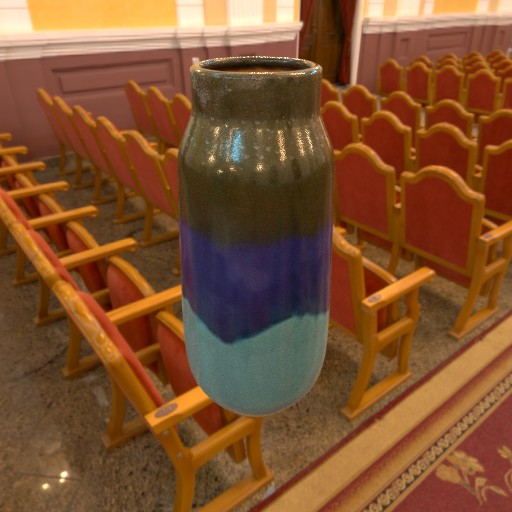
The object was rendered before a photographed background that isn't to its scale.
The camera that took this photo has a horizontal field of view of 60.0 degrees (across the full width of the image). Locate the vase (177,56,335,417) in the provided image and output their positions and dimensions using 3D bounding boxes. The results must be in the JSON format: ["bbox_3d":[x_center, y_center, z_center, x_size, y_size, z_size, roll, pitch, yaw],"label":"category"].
[{"bbox_3d":[0.000,0.000,0.390,0.139,0.313,0.139,0,30,0],"label":"vase"}]
